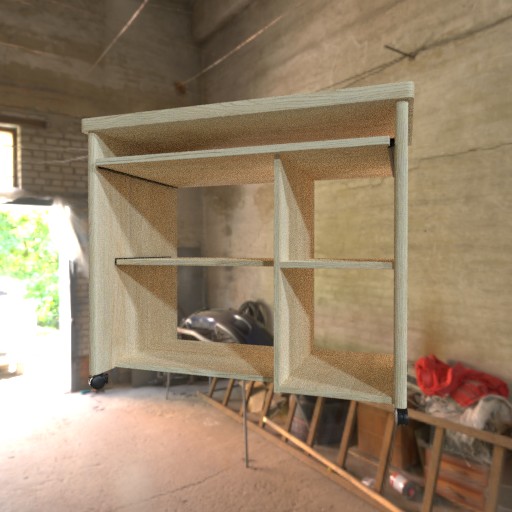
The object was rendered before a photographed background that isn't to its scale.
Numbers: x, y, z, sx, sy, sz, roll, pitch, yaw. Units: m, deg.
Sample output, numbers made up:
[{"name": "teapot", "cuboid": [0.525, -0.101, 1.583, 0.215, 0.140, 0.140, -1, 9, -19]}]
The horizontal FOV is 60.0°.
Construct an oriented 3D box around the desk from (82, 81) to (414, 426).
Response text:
[{"name": "desk", "cuboid": [0.000, 0.000, 1.332, 0.885, 0.770, 0.480, 0, 1, 19]}]
